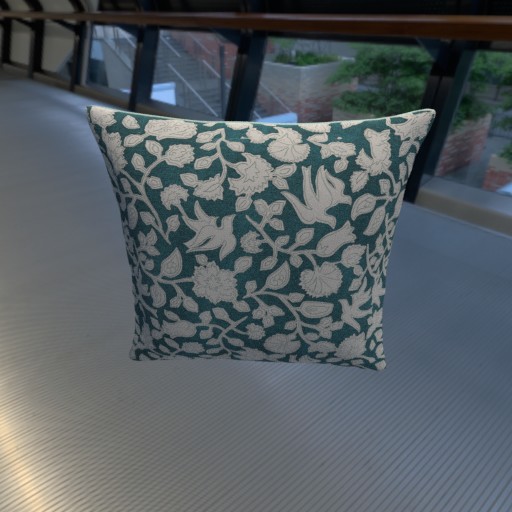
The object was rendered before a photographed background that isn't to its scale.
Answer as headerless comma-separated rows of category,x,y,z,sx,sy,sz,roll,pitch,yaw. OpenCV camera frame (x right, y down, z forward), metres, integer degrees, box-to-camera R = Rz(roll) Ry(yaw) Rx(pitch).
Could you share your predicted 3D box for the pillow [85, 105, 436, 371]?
pillow,0.000,0.000,0.783,0.525,0.508,0.166,2,30,3
